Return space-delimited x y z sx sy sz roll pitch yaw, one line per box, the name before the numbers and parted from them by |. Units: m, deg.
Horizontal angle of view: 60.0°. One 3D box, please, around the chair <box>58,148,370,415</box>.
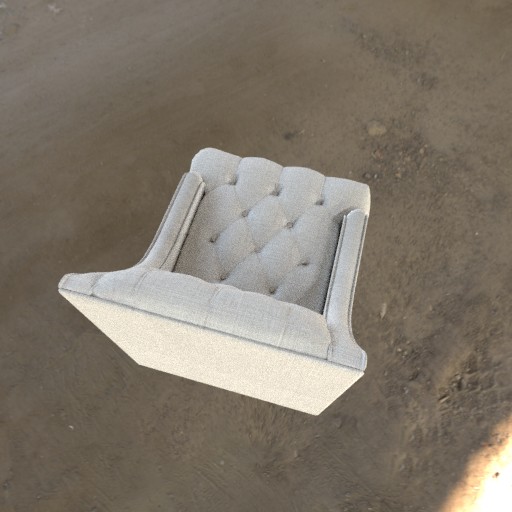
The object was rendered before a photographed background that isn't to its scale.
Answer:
chair | 0.000 0.000 1.405 0.658 0.891 0.772 14 65 7
